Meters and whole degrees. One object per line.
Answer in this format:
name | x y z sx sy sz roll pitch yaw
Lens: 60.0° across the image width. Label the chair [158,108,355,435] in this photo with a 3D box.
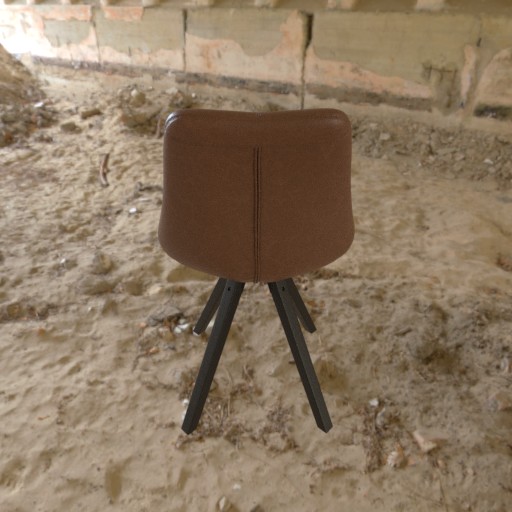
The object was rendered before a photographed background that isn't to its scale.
chair | 0.000 0.000 1.165 0.475 0.850 0.550 0 30 -1
